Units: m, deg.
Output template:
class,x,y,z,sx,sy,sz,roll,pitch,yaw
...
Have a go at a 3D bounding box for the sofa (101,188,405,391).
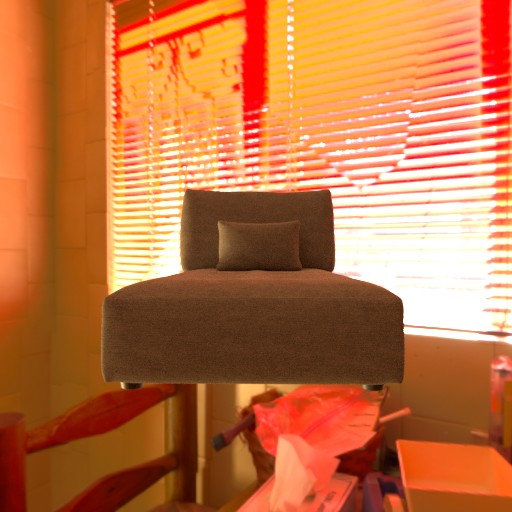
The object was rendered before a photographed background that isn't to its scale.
class,x,y,z,sx,sy,sz,roll,pitch,yaw
sofa,0.000,0.000,2.023,0.930,0.820,1.450,0,0,1
